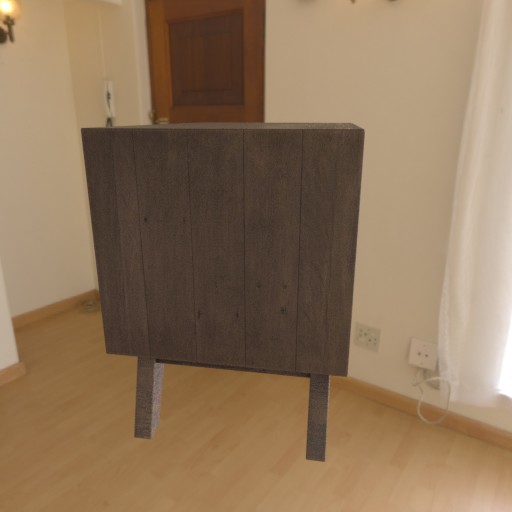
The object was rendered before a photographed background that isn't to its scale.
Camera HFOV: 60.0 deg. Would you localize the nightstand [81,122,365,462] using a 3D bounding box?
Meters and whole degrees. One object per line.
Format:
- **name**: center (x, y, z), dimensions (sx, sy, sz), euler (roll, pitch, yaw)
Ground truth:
- **nightstand**: center (0.000, 0.000, 1.055), dimensions (0.450, 0.599, 0.650), euler (3, 18, 10)
